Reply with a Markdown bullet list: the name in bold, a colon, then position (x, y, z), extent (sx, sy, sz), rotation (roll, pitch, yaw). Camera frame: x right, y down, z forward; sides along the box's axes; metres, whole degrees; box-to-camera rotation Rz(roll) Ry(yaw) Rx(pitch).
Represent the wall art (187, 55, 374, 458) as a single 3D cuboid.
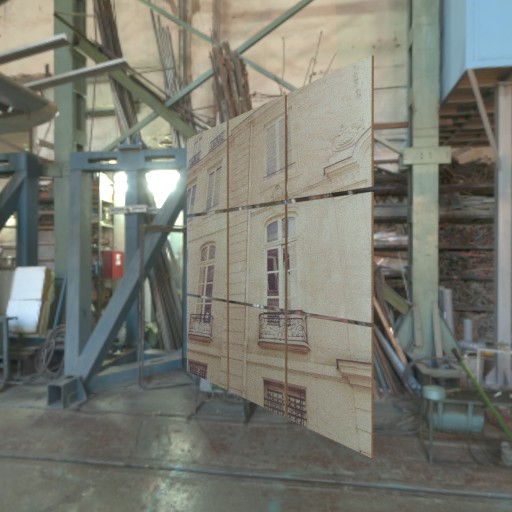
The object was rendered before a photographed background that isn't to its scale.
- **wall art**: position (0.000, 0.000, 2.299), extent (0.023, 1.522, 1.526), rotation (0, 0, -36)
